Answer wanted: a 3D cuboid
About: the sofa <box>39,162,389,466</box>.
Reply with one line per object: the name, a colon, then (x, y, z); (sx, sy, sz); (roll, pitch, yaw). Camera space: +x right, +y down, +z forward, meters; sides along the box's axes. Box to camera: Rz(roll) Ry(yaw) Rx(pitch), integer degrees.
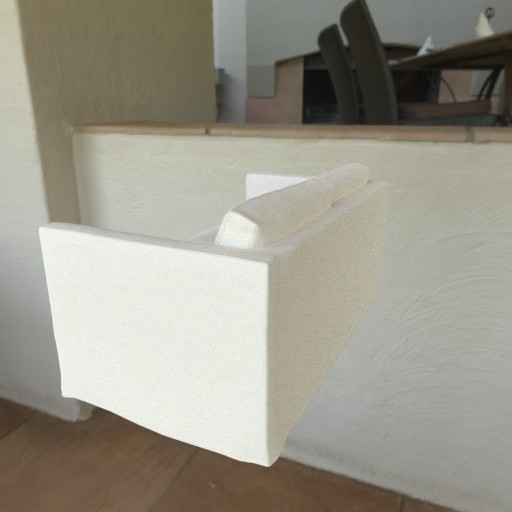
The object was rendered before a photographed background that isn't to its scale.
sofa: (0.000, 0.000, 2.230); (0.962, 0.834, 1.746); (9, 20, 25)
